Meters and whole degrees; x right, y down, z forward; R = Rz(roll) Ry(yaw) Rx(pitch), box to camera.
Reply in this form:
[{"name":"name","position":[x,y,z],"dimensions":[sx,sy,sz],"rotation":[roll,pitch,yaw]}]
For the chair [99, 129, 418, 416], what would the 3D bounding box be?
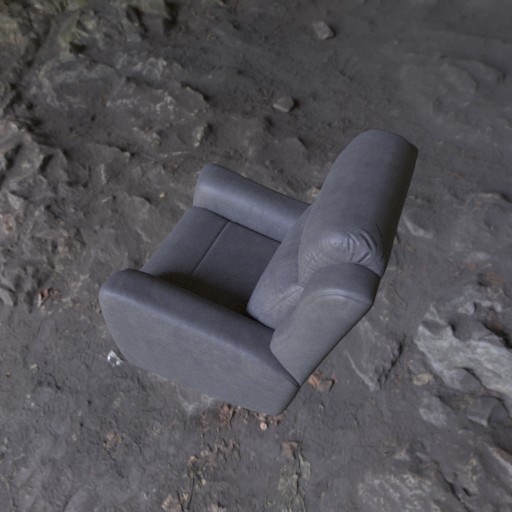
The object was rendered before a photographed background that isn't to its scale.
[{"name":"chair","position":[0.000,0.000,1.941],"dimensions":[1.068,1.116,0.967],"rotation":[17,49,15]}]
